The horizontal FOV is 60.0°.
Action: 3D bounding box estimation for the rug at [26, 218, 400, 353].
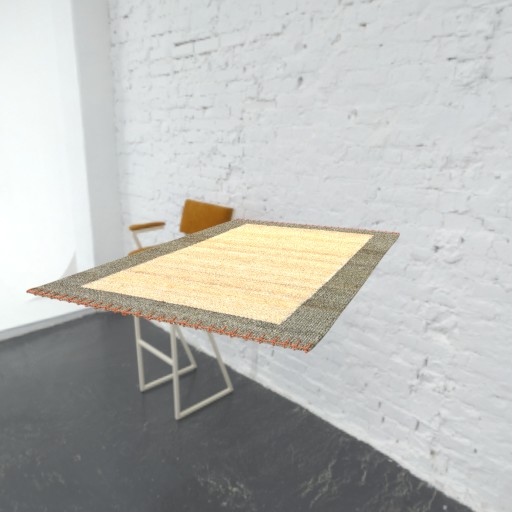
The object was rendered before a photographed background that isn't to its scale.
[{"bbox_3d":[0.000,0.000,2.327,1.220,0.019,1.838,7,17,24],"label":"rug"}]
